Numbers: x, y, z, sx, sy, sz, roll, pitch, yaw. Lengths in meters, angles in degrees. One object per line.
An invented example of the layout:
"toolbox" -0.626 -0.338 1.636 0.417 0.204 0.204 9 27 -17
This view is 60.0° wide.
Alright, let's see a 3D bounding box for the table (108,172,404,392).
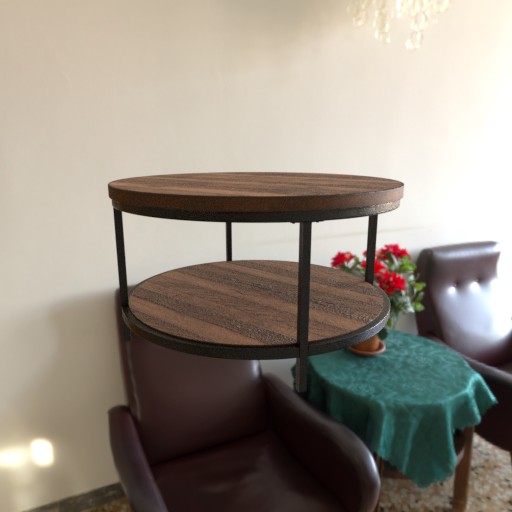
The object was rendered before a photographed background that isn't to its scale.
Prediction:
"table" 0.000 0.000 1.371 0.837 0.462 0.837 0 14 0
